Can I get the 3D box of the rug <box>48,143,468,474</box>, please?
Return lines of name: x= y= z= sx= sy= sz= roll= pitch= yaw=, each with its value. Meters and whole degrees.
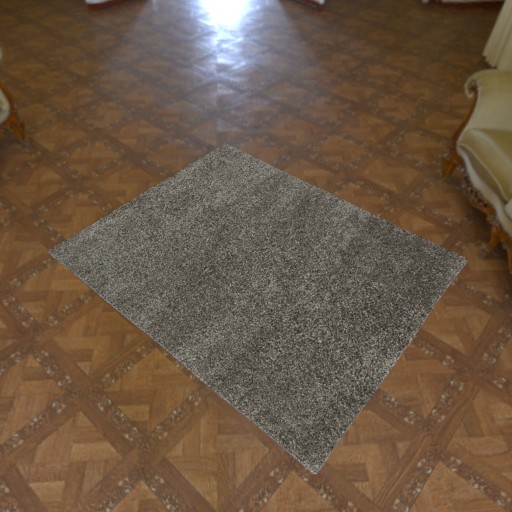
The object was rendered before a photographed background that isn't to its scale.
rug: x=0.000 y=0.000 z=4.046 sx=3.000 sy=0.025 sz=2.401 roll=31 pitch=54 yaw=27
